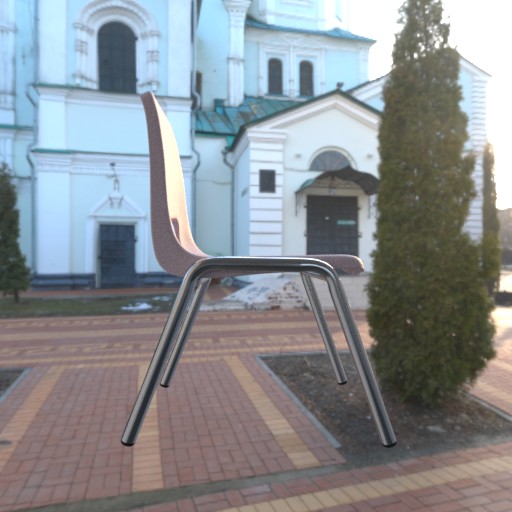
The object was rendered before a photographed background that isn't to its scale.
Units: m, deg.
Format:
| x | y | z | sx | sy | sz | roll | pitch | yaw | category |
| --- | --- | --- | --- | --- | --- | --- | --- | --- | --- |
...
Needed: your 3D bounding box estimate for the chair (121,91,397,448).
| x | y | z | sx | sy | sz | roll | pitch | yaw | category |
| --- | --- | --- | --- | --- | --- | --- | --- | --- | --- |
| 0.000 | 0.000 | 0.842 | 0.423 | 0.586 | 0.354 | 0 | 0 | -1 | chair |
